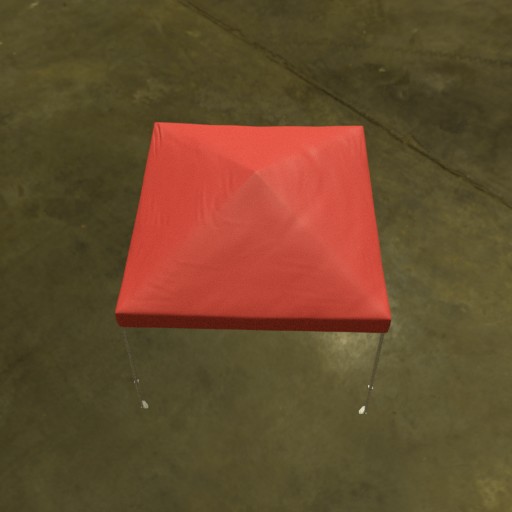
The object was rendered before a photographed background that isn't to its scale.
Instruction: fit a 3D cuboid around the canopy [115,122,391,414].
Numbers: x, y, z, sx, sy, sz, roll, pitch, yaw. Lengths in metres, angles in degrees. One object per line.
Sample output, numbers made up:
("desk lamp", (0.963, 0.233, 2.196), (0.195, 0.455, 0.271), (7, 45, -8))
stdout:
("canopy", (0.000, 0.000, 5.135), (2.848, 2.849, 2.849), (1, 58, 1))
